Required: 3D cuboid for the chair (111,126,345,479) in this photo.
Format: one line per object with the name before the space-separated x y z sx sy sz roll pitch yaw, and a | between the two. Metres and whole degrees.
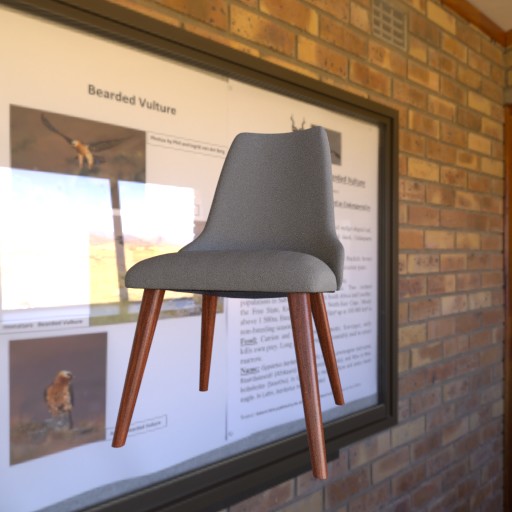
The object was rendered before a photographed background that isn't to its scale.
chair | 0.000 0.000 1.321 0.535 0.918 0.707 0 0 18
